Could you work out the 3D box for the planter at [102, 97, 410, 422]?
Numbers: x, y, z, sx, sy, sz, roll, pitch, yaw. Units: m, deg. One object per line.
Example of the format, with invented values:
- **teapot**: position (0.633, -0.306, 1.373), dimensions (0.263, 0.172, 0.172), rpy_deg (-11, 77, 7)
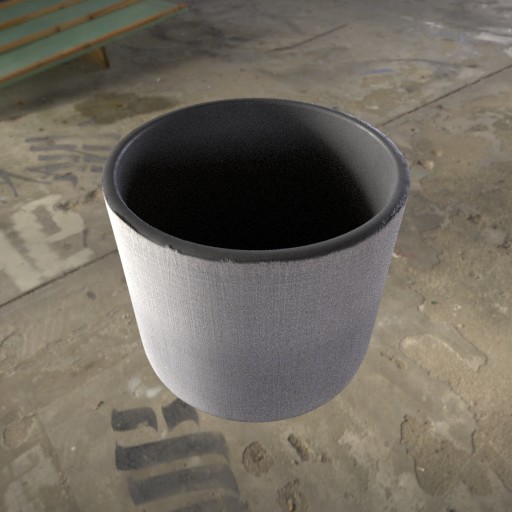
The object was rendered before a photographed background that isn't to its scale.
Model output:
- **planter**: position (0.000, 0.000, 0.441), dimensions (0.254, 0.221, 0.254), rpy_deg (0, 43, 0)
